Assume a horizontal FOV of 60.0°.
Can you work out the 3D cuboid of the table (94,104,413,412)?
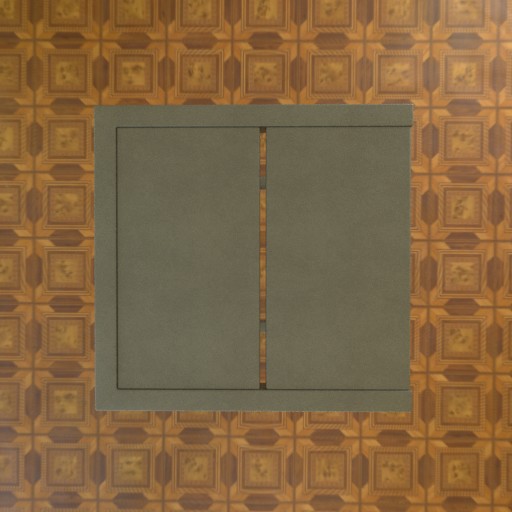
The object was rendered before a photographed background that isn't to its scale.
[{"bbox_3d":[0.000,0.000,0.887,0.420,0.609,0.405,0,91,1],"label":"table"}]
